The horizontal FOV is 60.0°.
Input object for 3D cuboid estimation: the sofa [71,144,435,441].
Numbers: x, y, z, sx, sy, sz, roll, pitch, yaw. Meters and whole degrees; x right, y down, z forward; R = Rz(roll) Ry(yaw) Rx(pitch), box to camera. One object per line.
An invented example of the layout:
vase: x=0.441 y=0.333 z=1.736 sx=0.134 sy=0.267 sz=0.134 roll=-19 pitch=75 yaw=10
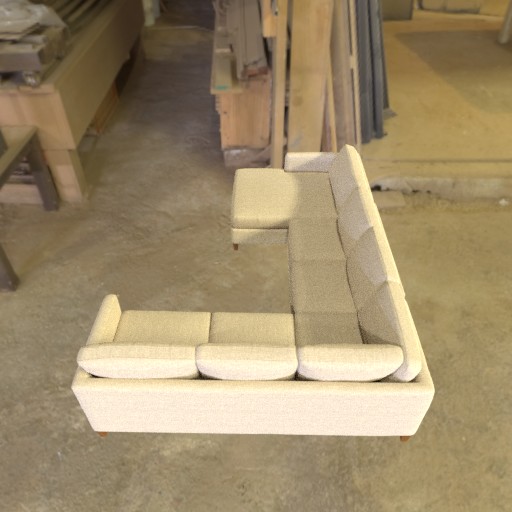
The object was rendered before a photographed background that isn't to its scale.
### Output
sofa: x=0.000 y=0.000 z=4.537 sx=2.594 sy=0.961 sz=3.460 roll=1 pitch=41 yaw=1
